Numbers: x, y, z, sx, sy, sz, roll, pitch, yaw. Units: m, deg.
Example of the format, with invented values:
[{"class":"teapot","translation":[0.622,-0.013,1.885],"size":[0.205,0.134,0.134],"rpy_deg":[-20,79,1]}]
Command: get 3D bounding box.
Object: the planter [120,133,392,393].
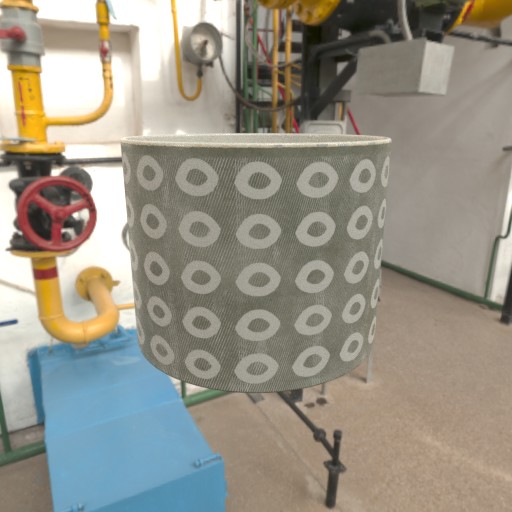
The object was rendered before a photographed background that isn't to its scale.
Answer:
[{"class":"planter","translation":[0.000,0.000,0.349],"size":[0.190,0.181,0.190],"rpy_deg":[0,17,0]}]
